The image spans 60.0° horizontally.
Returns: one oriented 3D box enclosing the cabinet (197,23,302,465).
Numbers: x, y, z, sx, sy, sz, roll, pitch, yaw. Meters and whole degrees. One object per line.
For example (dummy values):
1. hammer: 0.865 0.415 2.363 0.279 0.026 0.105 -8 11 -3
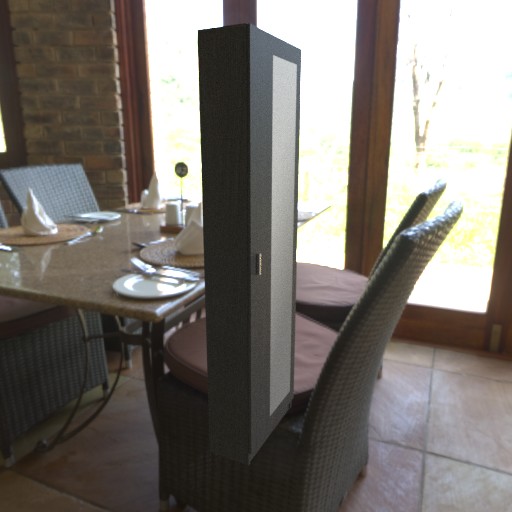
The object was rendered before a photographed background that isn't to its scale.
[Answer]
1. cabinet: 0.000 0.000 2.003 0.230 1.790 0.500 7 16 26
